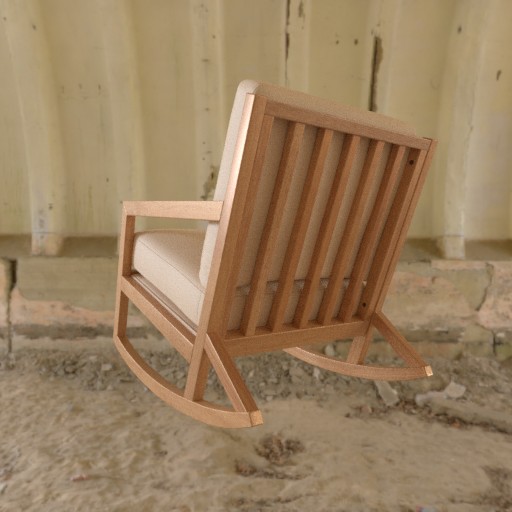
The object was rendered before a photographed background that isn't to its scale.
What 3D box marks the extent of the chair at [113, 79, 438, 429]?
[{"bbox_3d":[0.000,0.000,1.388,0.622,0.790,0.857,-1,1,-36],"label":"chair"}]
